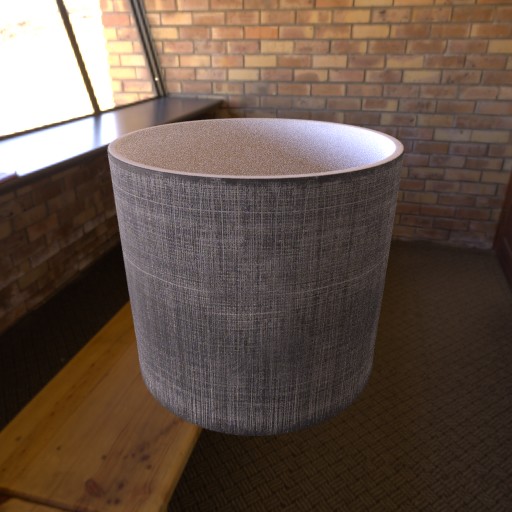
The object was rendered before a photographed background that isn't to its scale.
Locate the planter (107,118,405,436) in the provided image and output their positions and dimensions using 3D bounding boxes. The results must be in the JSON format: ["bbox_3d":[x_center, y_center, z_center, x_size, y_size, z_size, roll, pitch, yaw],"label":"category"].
[{"bbox_3d":[0.000,0.000,0.388,0.221,0.201,0.221,0,26,0],"label":"planter"}]
